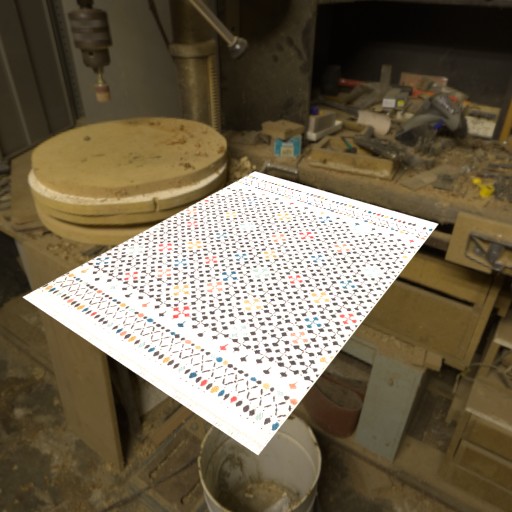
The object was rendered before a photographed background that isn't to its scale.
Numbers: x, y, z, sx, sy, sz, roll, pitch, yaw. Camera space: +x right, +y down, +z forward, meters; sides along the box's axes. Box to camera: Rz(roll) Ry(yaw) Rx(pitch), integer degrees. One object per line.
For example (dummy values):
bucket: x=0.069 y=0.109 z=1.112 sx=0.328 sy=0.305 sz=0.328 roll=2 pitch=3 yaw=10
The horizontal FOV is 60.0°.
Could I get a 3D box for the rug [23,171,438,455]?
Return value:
rug: x=0.000 y=0.000 z=4.096 sx=2.354 sy=0.007 sz=3.196 roll=22 pitch=39 yaw=29
